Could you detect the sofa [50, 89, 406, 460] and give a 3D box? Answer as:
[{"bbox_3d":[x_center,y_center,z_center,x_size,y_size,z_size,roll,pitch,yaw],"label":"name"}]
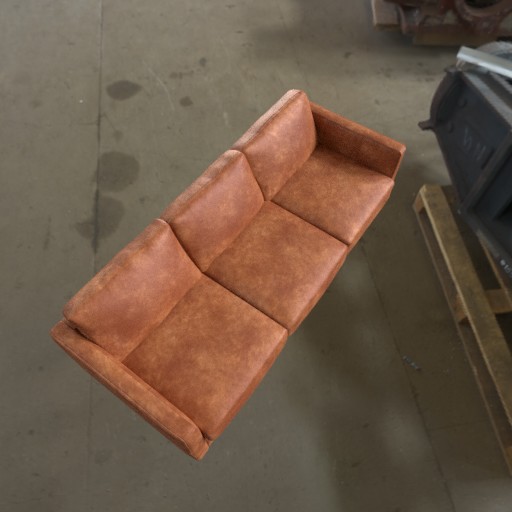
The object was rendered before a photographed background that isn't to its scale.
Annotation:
[{"bbox_3d":[0.000,0.000,3.032,1.045,1.006,2.464,31,63,18],"label":"sofa"}]
